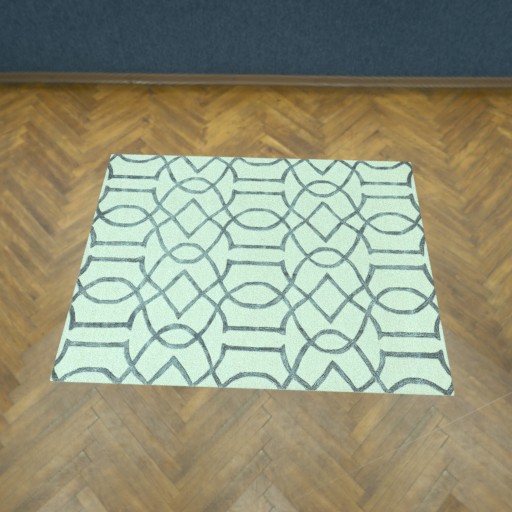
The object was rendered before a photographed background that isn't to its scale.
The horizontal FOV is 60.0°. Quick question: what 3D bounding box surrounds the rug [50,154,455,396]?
[{"bbox_3d":[0.000,0.000,3.741,2.910,0.021,2.211,2,59,1],"label":"rug"}]
